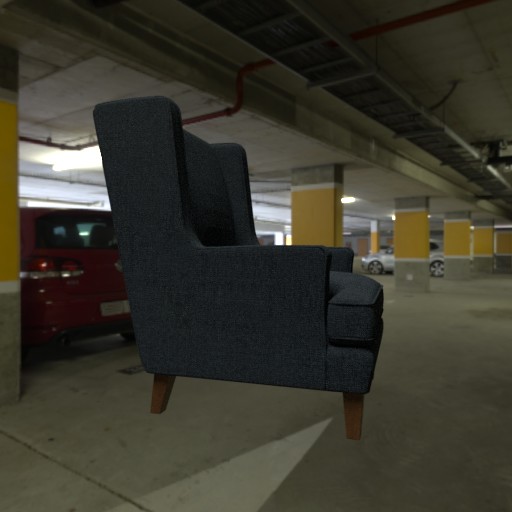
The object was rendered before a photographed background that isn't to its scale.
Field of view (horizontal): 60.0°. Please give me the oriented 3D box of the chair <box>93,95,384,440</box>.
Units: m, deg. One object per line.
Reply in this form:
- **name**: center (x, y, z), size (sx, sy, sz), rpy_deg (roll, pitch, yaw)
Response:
- **chair**: center (0.000, 0.000, 1.749), size (0.947, 1.072, 0.764), rpy_deg (0, 1, 18)
